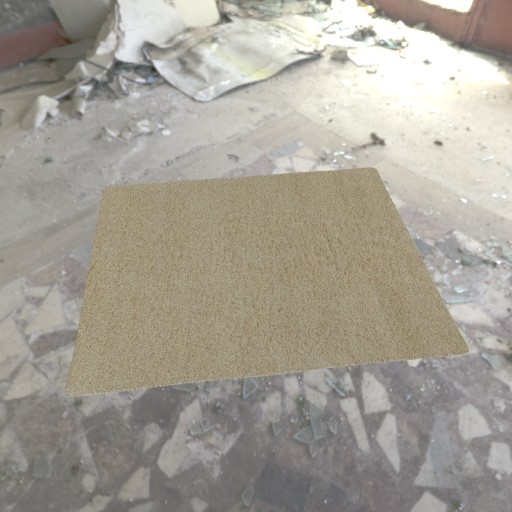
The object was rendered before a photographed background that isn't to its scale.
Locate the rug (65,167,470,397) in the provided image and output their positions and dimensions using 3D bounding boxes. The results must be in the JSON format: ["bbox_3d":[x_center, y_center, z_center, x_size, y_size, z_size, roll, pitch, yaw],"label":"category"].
[{"bbox_3d":[0.000,0.000,4.056,3.001,0.025,2.401,-5,47,-5],"label":"rug"}]
